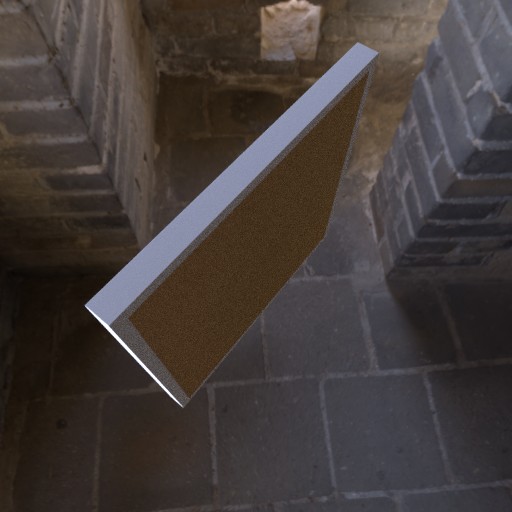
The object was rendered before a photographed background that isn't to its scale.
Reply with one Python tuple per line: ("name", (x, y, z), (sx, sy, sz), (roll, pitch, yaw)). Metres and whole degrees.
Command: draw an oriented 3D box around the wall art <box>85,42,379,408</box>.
("wall art", (0.000, 0.000, 0.757), (0.035, 0.507, 0.508), (35, 68, 17))
